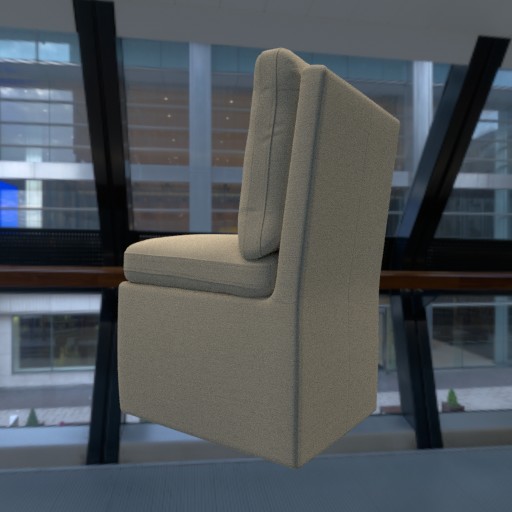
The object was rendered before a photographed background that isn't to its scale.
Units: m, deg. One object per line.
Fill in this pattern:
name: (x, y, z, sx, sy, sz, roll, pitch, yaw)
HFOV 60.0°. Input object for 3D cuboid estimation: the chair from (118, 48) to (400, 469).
chair: (0.000, 0.000, 1.295, 0.698, 0.927, 0.503, 0, 0, 36)
